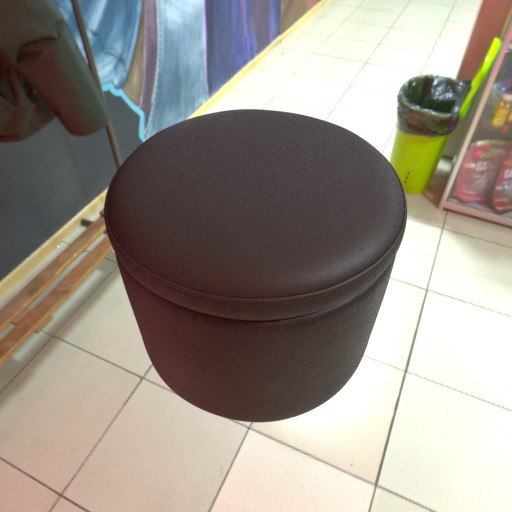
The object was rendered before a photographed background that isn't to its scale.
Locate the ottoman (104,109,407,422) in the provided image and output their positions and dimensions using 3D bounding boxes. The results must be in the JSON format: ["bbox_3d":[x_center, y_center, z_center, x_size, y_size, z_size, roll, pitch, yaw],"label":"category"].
[{"bbox_3d":[0.000,0.000,0.861,0.500,0.409,0.500,0,46,0],"label":"ottoman"}]
